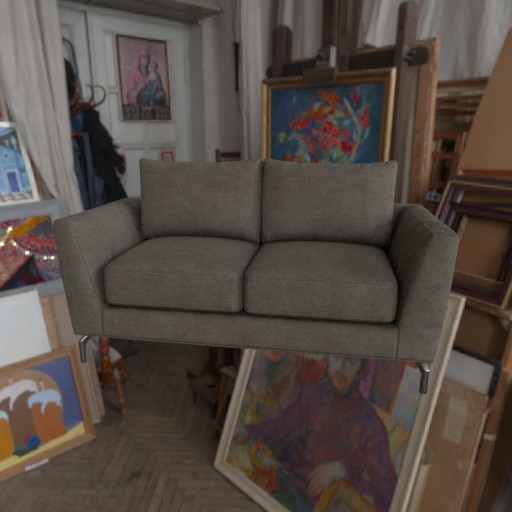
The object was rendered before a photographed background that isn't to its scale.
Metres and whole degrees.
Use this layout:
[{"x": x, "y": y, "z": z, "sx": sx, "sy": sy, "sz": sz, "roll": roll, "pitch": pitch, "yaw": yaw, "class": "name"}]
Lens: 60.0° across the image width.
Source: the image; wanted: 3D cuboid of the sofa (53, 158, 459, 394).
[{"x": 0.000, "y": 0.000, "z": 2.404, "sx": 1.832, "sy": 1.013, "sz": 0.855, "roll": 3, "pitch": 16, "yaw": 9, "class": "sofa"}]
